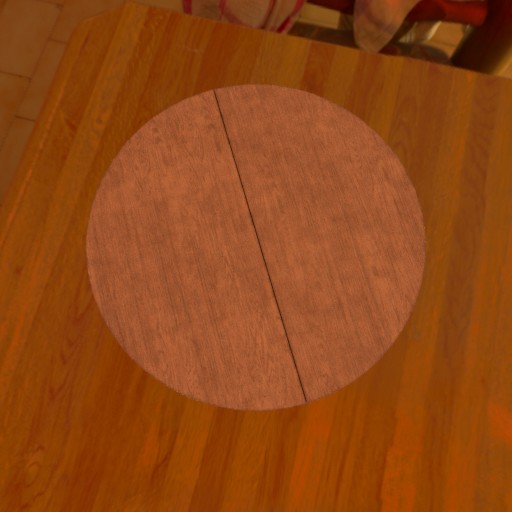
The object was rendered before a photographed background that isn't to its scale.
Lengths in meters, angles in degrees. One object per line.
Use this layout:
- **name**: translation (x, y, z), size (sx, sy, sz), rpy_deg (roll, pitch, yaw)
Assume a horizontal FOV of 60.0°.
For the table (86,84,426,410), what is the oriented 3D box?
- **table**: translation (0.000, 0.000, 2.158), size (1.363, 0.781, 1.363), rpy_deg (0, 76, 0)
